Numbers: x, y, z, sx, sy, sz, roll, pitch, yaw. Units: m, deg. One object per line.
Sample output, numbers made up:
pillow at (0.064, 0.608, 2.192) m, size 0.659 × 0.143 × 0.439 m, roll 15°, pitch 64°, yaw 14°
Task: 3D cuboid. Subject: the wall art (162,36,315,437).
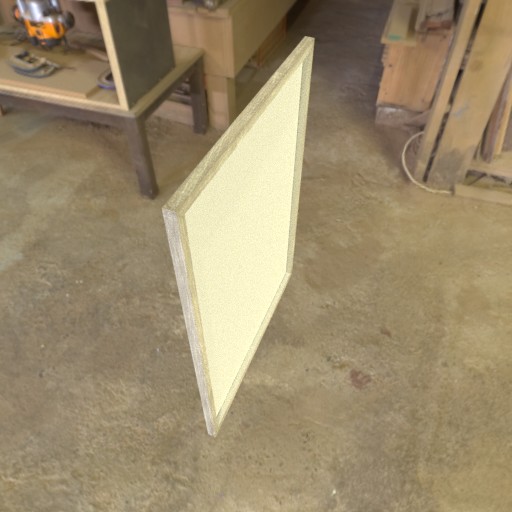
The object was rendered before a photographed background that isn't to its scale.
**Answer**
wall art at (0.000, 0.000, 1.371) m, size 0.035 × 1.022 × 0.781 m, roll 17°, pitch 50°, yaw 15°
